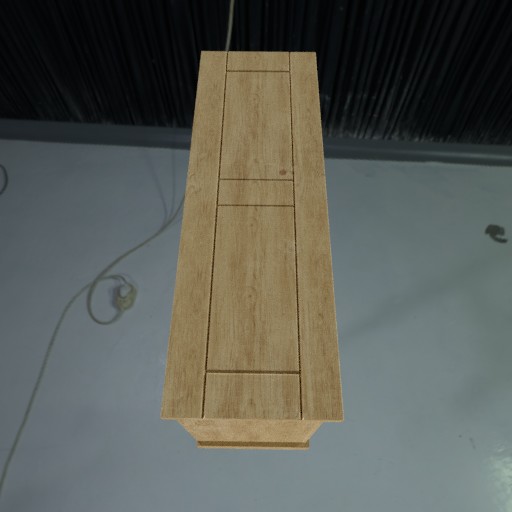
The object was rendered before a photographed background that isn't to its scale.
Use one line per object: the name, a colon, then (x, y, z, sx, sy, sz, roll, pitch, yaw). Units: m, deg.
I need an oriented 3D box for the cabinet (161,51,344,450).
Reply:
cabinet: (0.000, 0.000, 1.716, 0.432, 0.810, 1.321, 1, 61, 0)
